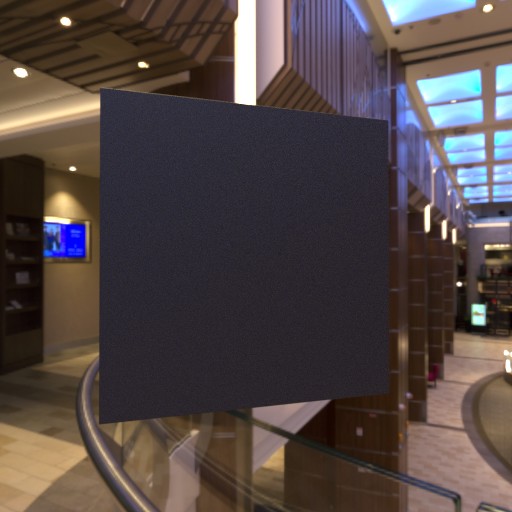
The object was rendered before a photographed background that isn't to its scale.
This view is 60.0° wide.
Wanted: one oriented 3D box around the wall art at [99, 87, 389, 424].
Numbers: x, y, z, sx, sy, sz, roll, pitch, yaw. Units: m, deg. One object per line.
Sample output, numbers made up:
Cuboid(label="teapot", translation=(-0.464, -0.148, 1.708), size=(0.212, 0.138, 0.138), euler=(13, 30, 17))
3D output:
Cuboid(label="wall art", translation=(0.000, 0.000, 0.762), size=(0.507, 0.507, 0.038), euler=(0, -1, -18))
